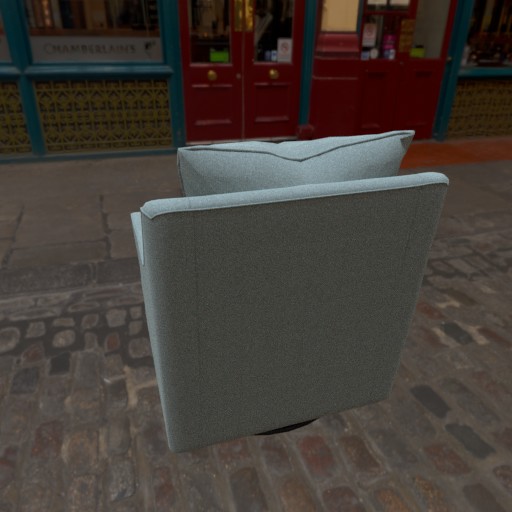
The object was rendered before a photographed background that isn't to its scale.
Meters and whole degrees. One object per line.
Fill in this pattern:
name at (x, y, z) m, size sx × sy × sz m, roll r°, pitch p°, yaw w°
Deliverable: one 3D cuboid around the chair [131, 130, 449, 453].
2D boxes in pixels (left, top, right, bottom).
chair at (0.000, 0.000, 1.498) m, size 0.760 × 0.926 × 0.870 m, roll -8°, pitch 28°, yaw -16°
